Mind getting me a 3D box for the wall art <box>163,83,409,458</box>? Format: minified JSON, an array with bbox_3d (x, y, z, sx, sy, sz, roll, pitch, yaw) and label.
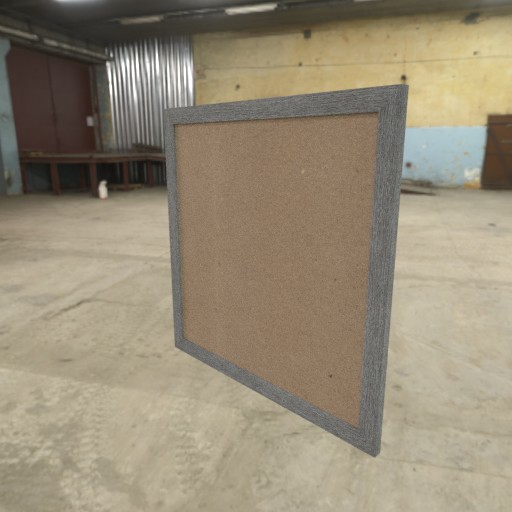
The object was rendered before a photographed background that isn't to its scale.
[{"bbox_3d":[0.000,0.000,1.025,0.020,0.685,0.685,-13,19,-43],"label":"wall art"}]
